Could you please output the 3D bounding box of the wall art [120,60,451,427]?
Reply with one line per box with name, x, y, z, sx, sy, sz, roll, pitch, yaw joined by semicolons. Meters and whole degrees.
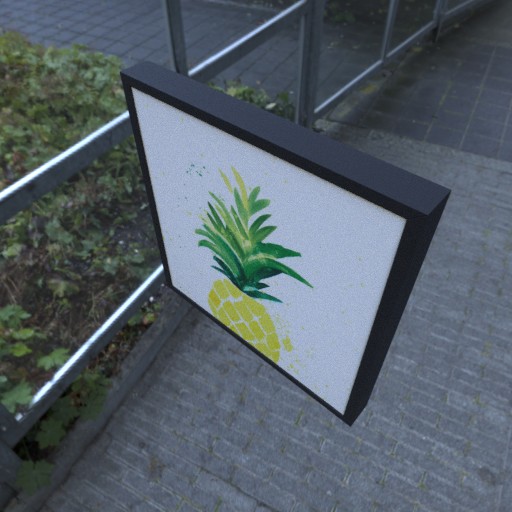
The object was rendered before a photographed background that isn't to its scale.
wall art;0.000;0.000;0.454;0.305;0.304;0.033;32;54;27
